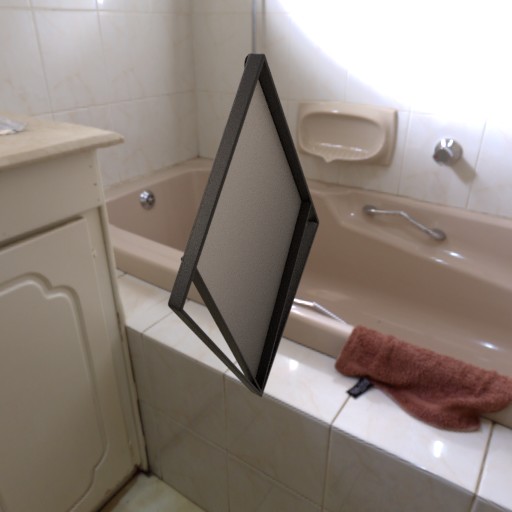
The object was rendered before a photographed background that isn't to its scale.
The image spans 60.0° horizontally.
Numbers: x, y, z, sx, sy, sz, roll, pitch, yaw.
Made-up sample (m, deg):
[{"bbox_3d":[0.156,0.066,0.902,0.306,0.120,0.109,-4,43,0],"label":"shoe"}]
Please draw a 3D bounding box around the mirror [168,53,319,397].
[{"bbox_3d":[0.000,0.000,0.816,0.032,0.679,0.419,19,32,32],"label":"mirror"}]
